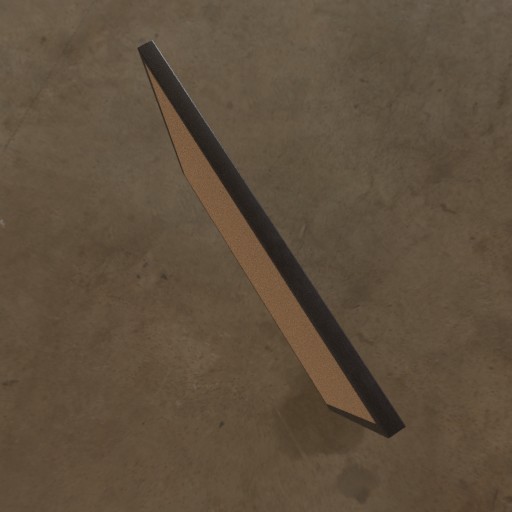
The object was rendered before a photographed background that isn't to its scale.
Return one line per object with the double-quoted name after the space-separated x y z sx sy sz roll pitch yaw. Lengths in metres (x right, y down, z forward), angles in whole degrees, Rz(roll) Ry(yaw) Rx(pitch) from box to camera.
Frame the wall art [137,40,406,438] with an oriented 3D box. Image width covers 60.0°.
0.000 0.000 1.139 0.038 0.612 0.912 -31 77 -8 "wall art"
